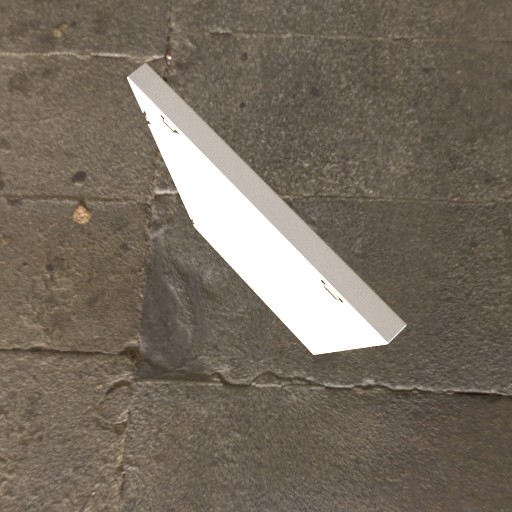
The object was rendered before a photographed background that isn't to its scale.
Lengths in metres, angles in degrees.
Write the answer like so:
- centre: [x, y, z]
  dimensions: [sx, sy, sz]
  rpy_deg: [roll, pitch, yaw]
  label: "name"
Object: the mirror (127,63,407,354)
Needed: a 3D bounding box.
- centre: [0.000, 0.000, 0.933]
  dimensions: [0.040, 0.710, 0.507]
  rpy_deg: [-42, 80, -9]
  label: "mirror"
